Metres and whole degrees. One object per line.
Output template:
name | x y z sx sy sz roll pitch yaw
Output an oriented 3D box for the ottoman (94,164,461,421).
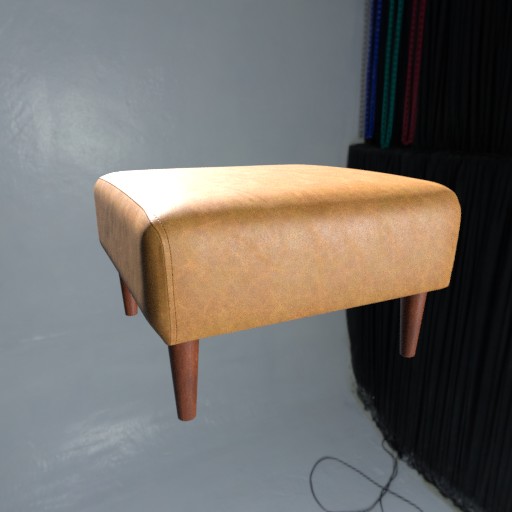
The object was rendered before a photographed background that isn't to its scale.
ottoman | 0.000 0.000 1.062 0.650 0.399 0.650 -8 18 -25
